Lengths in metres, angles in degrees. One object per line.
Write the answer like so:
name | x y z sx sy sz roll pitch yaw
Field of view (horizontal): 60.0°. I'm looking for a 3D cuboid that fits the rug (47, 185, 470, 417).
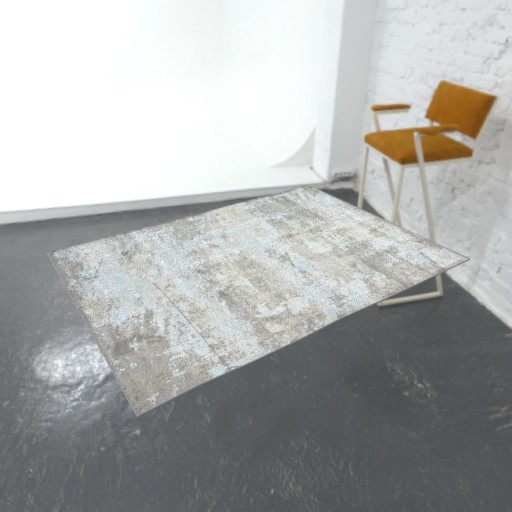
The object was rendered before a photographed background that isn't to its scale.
rug | 0.000 0.000 4.267 3.307 0.013 2.393 -19 35 -29
